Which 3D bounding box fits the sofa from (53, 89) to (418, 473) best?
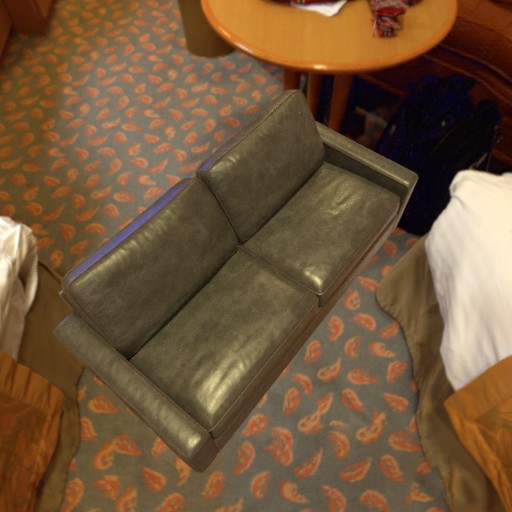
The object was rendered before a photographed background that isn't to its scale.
[{"bbox_3d":[0.000,0.000,2.539,0.939,0.916,2.081,34,64,19],"label":"sofa"}]
